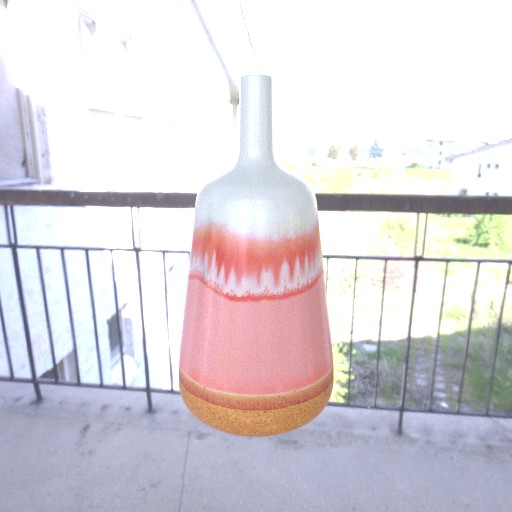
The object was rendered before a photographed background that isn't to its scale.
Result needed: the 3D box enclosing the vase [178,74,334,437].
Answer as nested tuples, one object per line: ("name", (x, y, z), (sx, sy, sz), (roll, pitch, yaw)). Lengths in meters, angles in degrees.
("vase", (0.000, 0.000, 0.391), (0.144, 0.296, 0.144), (0, 14, 0))
